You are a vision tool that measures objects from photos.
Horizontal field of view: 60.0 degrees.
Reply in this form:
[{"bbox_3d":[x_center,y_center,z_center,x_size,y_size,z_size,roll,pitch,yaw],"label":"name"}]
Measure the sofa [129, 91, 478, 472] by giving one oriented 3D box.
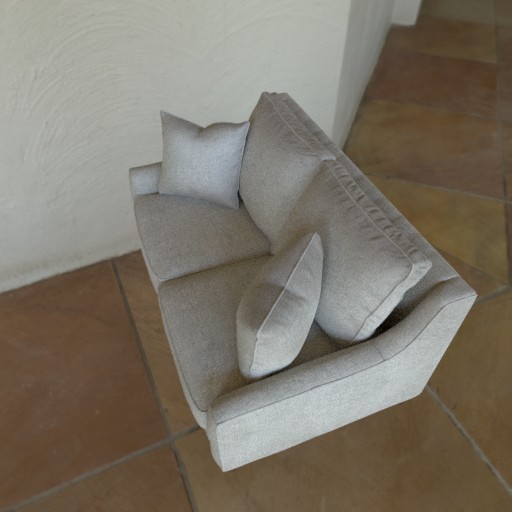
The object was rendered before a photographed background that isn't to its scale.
[{"bbox_3d":[0.000,0.000,1.926,0.915,0.863,1.422,-16,49,-15],"label":"sofa"}]
